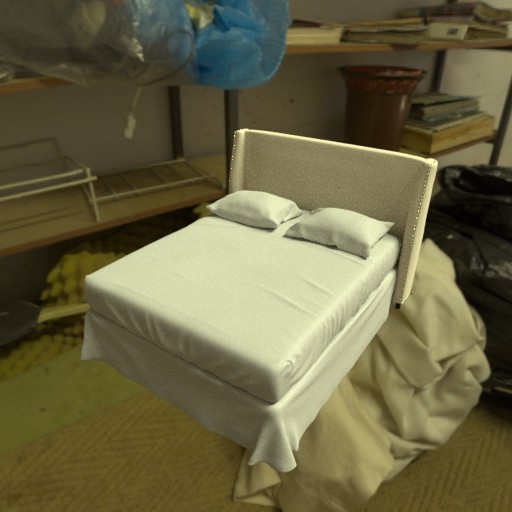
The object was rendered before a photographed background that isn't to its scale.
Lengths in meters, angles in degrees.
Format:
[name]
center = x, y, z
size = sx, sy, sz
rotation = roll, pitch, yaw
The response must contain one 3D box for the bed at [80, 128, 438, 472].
[bed]
center = 0.000, 0.000, 3.430
size = 1.925, 1.332, 2.276
rotation = 19, 34, 30
